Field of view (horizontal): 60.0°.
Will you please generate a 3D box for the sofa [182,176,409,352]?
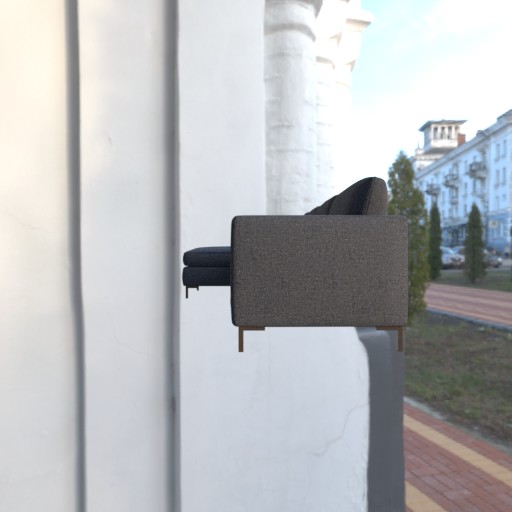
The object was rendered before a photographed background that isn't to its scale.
[{"bbox_3d":[0.000,0.000,2.834,1.125,0.673,2.445,0,1,0],"label":"sofa"}]
